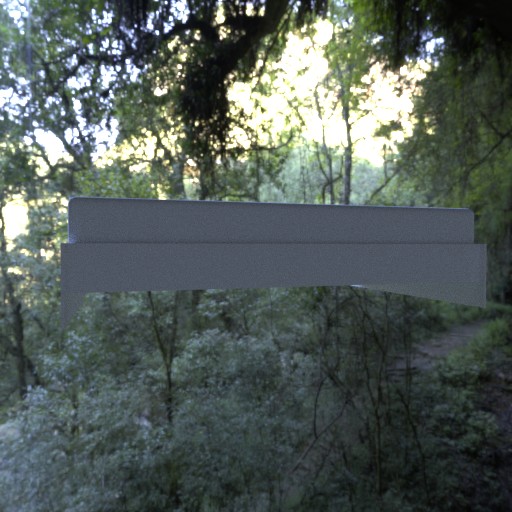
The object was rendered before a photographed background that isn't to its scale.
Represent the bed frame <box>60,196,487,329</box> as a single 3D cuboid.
[{"bbox_3d":[0.000,0.000,2.600,1.945,0.497,1.445,0,1,-17],"label":"bed frame"}]
